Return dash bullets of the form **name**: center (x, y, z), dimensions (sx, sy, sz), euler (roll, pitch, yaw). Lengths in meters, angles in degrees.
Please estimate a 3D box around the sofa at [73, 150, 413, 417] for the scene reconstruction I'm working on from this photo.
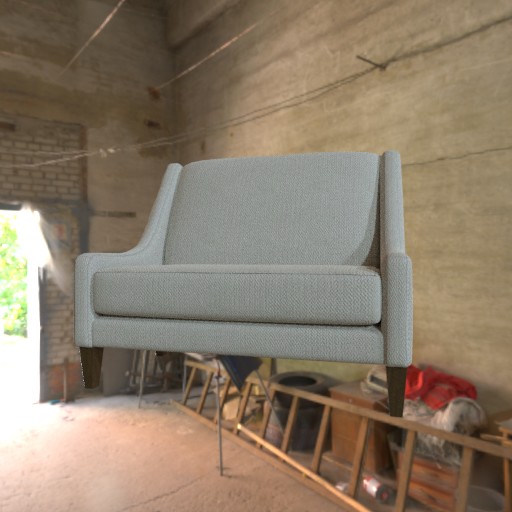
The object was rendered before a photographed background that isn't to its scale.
- **sofa**: center (0.000, 0.000, 1.918), dimensions (1.242, 1.022, 0.870), euler (0, 0, 15)
